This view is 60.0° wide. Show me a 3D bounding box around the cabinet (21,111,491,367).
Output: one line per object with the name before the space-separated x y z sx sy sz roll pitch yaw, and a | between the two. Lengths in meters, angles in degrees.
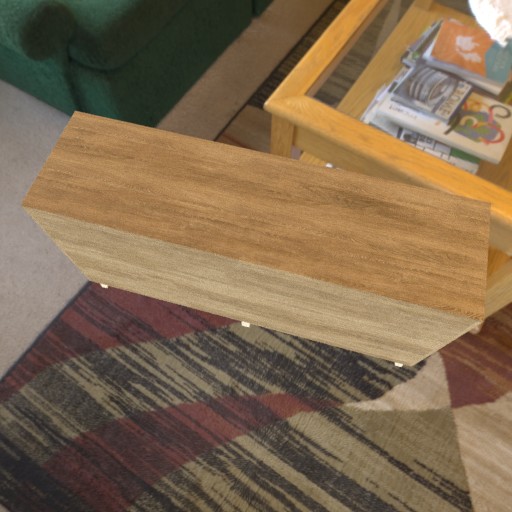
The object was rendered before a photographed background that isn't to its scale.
cabinet | 0.000 0.000 1.959 1.600 0.870 0.450 14 66 6
